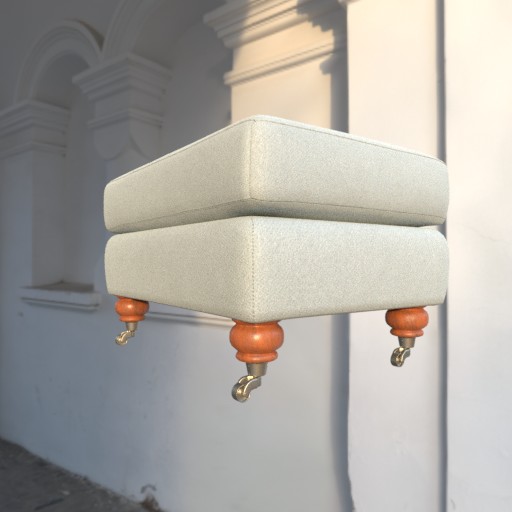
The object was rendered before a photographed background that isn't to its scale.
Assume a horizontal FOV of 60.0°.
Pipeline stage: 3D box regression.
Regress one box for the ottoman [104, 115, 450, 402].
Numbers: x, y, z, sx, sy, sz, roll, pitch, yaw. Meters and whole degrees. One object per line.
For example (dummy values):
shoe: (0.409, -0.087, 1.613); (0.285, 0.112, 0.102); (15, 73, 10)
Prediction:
ottoman: (0.000, 0.000, 1.135); (0.569, 0.499, 0.773); (0, -1, -36)
